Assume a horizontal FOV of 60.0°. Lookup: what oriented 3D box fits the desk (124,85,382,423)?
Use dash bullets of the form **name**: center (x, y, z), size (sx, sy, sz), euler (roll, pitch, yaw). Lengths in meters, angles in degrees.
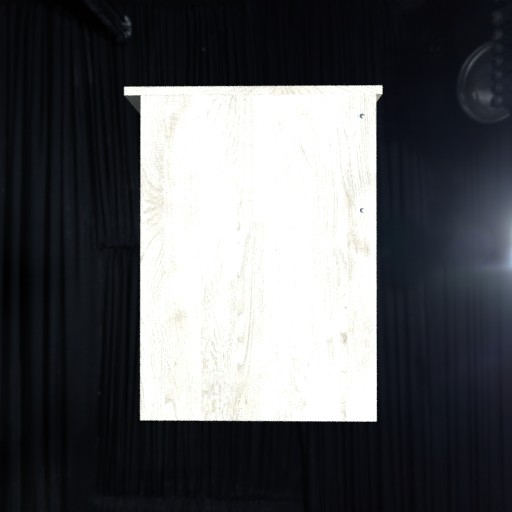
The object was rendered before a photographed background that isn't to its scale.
- **desk**: center (0.000, 0.000, 1.506), size (0.560, 0.730, 1.096), euler (0, 0, 1)
